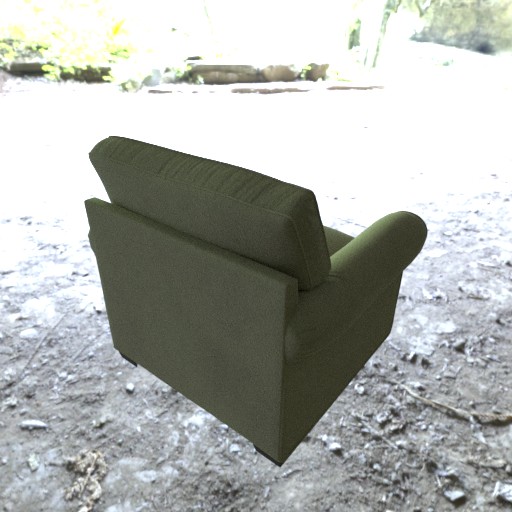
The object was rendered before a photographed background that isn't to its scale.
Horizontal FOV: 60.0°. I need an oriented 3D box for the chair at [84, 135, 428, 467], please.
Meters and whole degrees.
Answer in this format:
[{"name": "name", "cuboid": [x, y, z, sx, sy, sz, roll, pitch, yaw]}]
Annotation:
[{"name": "chair", "cuboid": [0.000, 0.000, 1.899, 1.147, 1.044, 0.939, 22, 36, 33]}]
